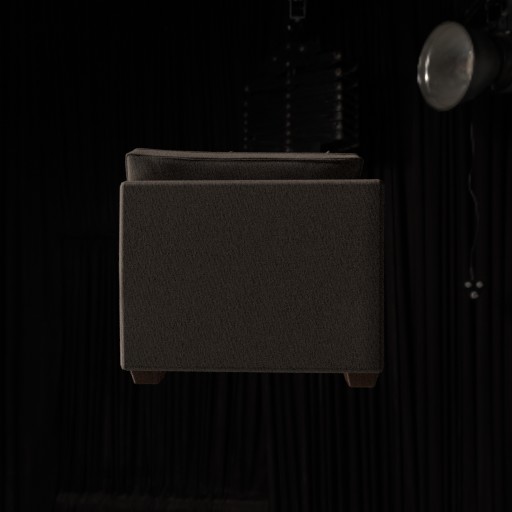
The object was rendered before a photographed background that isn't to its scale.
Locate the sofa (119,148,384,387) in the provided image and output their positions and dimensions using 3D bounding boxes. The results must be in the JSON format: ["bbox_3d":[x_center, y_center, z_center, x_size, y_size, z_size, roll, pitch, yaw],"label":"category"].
[{"bbox_3d":[0.000,0.000,2.864,1.110,1.033,2.237,0,0,2],"label":"sofa"}]
